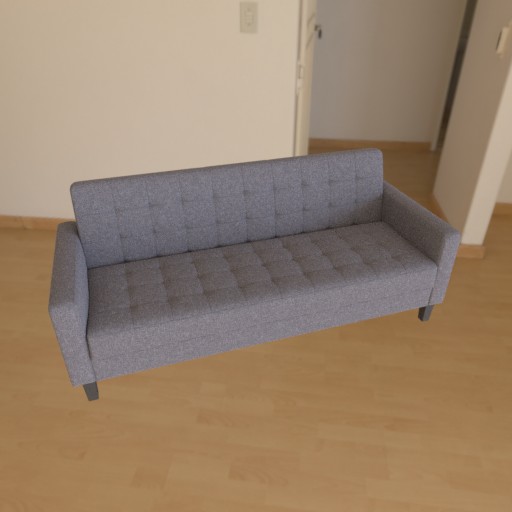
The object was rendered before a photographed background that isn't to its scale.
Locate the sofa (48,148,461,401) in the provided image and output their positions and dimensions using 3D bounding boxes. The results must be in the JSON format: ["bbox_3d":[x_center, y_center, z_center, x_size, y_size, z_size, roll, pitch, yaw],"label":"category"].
[{"bbox_3d":[0.000,0.000,2.448,2.040,0.850,0.810,-10,34,-15],"label":"sofa"}]
